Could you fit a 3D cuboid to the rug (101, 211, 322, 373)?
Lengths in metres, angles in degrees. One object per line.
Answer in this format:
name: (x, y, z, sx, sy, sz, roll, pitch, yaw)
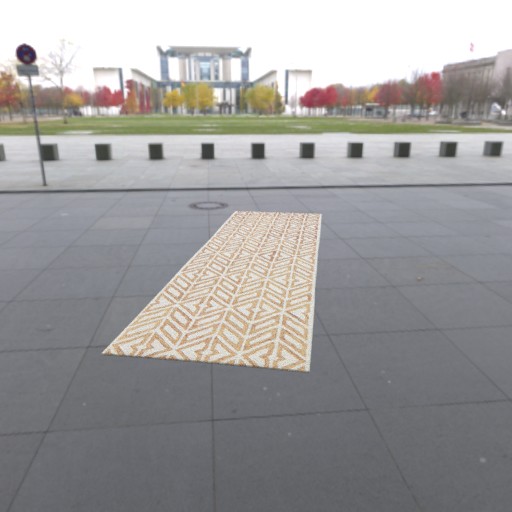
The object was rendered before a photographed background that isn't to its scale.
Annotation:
rug: (0.000, 0.000, 2.688, 0.750, 0.009, 2.435, 3, 18, 9)
